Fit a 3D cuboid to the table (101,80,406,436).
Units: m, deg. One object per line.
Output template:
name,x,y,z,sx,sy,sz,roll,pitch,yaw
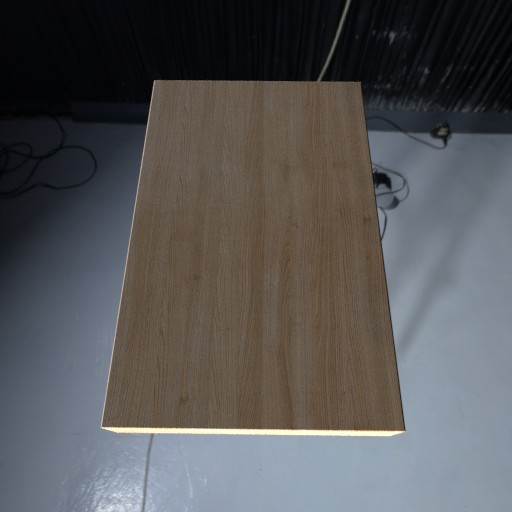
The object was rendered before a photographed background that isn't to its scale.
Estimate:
table,0.000,0.000,1.454,0.700,0.440,1.100,1,64,0
